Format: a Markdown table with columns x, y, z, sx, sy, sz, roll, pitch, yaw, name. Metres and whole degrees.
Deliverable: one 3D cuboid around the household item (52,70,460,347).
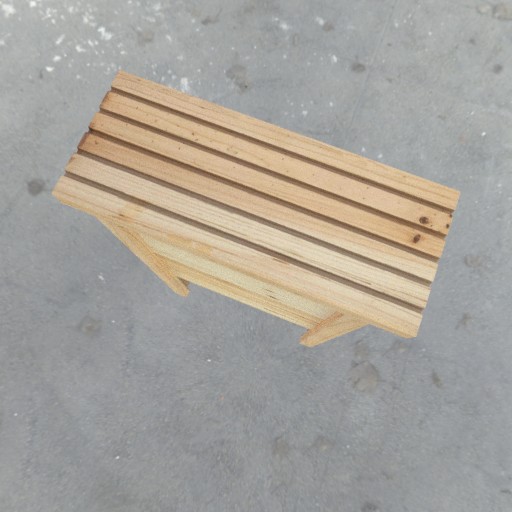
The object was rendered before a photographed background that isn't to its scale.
| x | y | z | sx | sy | sz | roll | pitch | yaw | name |
| --- | --- | --- | --- | --- | --- | --- | --- | --- | --- |
| 0.000 | 0.000 | 0.548 | 0.301 | 0.407 | 0.123 | 21 | 77 | 5 | household item |
